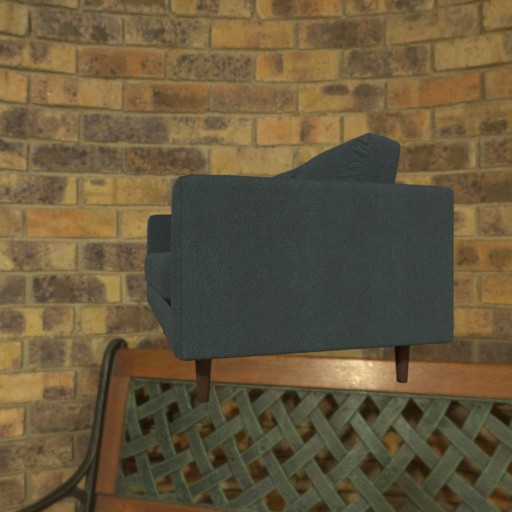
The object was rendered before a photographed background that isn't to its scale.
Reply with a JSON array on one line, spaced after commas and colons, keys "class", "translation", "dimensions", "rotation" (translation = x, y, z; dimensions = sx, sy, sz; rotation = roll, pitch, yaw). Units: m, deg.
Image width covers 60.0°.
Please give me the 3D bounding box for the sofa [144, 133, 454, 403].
[{"class": "sofa", "translation": [0.000, 0.000, 2.136], "dimensions": [0.999, 0.930, 1.518], "rotation": [0, 0, -17]}]
